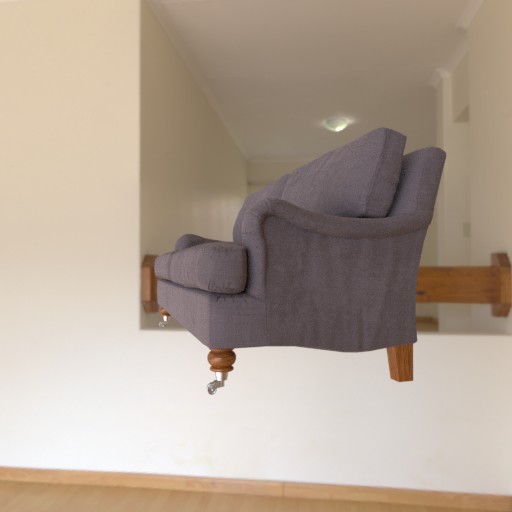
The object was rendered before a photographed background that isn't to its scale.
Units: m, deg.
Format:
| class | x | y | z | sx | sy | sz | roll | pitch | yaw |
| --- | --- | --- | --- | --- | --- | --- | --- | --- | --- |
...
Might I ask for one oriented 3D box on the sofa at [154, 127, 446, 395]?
| class | x | y | z | sx | sy | sz | roll | pitch | yaw |
| --- | --- | --- | --- | --- | --- | --- | --- | --- | --- |
| sofa | 0.000 | 0.000 | 2.735 | 1.086 | 1.087 | 2.165 | 0 | -1 | -18 |
